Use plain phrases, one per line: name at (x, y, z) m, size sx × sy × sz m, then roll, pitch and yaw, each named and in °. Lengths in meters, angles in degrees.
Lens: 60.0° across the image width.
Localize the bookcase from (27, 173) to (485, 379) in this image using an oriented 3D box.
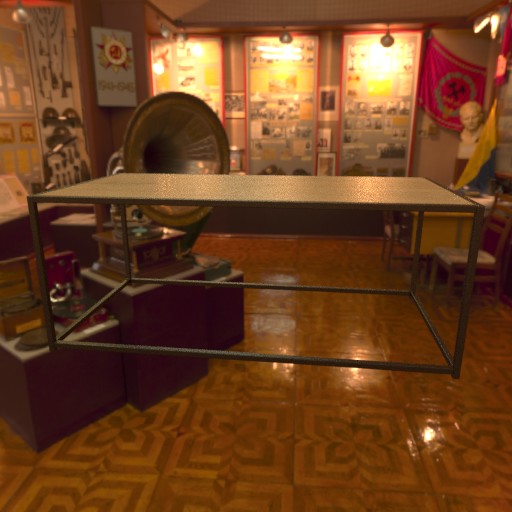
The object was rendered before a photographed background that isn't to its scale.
bookcase at (0.000, 0.000, 1.250) m, size 1.000 × 0.400 × 0.500 m, roll 2°, pitch 17°, yaw 7°
